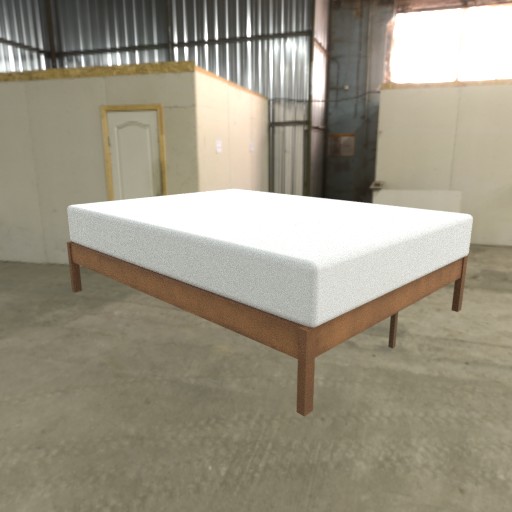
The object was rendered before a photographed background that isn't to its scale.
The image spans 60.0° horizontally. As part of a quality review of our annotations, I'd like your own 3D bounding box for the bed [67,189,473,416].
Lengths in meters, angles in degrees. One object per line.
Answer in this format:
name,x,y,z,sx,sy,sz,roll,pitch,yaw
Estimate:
bed,0.000,0.000,2.801,2.050,0.593,1.529,14,20,43
